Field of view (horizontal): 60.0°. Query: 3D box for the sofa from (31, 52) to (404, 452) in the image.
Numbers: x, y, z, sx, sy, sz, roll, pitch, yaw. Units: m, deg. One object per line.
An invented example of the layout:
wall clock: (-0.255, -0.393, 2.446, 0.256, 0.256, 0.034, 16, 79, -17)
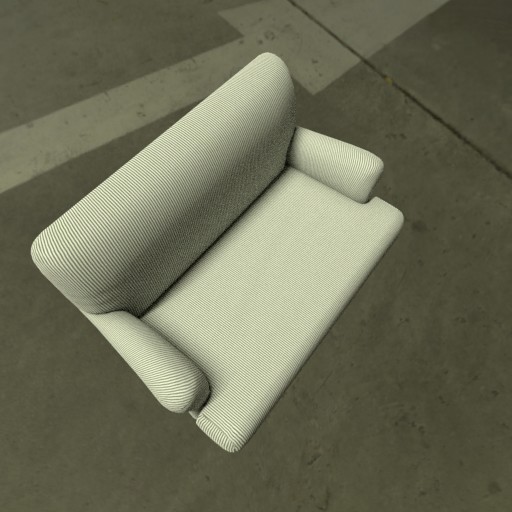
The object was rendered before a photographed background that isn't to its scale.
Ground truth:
sofa: (0.000, 0.000, 1.763, 0.779, 0.889, 1.297, 34, 65, 18)
